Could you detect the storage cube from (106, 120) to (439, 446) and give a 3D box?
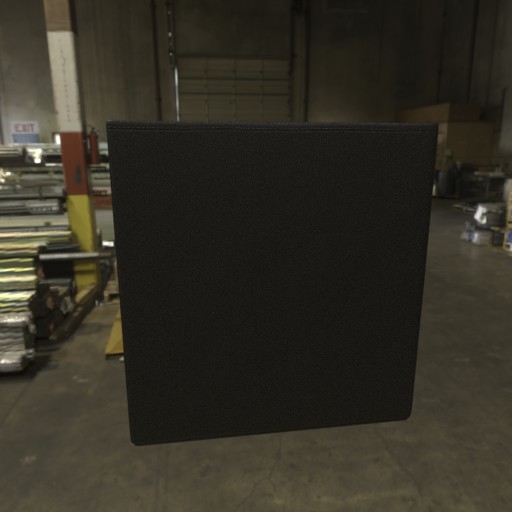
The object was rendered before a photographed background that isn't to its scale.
[{"bbox_3d":[0.000,0.000,0.505,0.270,0.280,0.270,-2,14,-8],"label":"storage cube"}]
